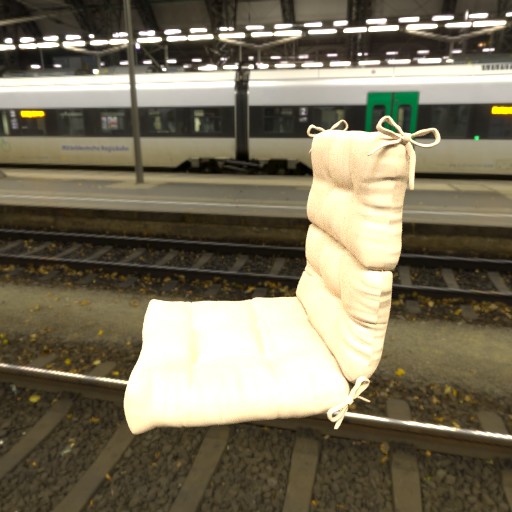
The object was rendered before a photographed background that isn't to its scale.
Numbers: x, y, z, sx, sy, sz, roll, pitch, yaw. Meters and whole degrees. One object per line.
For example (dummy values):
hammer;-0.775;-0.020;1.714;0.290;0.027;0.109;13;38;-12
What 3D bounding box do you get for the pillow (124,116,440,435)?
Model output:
pillow;0.000;0.000;1.015;0.571;0.605;0.519;-2;17;-7
